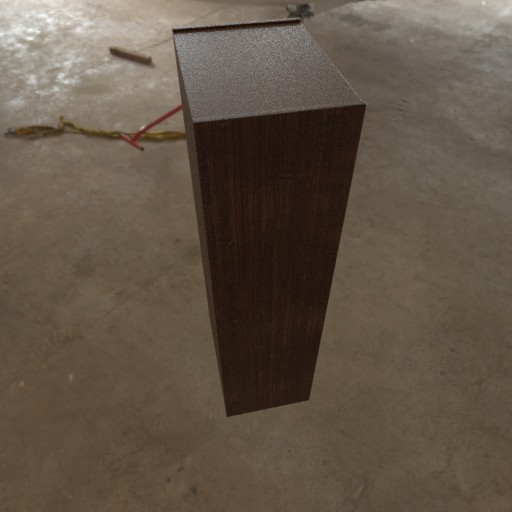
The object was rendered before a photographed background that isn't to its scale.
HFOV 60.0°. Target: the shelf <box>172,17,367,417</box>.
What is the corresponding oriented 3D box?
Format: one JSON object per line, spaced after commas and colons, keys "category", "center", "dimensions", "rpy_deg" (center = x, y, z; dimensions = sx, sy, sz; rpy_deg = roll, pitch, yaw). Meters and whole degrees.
{"category": "shelf", "center": [0.000, 0.000, 1.254], "dimensions": [0.290, 1.099, 0.415], "rpy_deg": [-9, 47, -8]}
